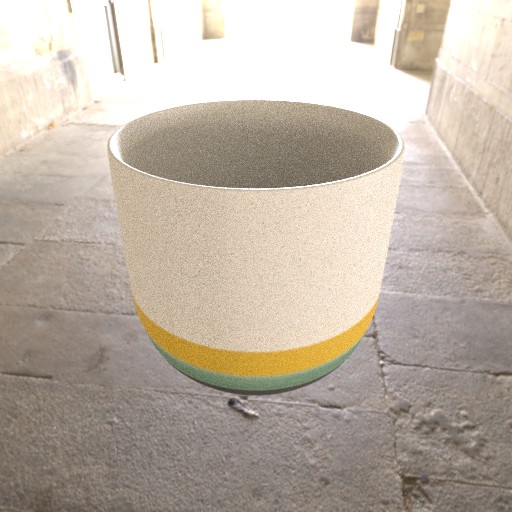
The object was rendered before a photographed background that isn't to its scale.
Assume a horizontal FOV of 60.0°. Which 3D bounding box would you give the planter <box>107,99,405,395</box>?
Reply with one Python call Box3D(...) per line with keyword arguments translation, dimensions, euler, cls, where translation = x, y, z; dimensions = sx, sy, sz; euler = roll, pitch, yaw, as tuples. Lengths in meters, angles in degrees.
Box3D(translation=(0.000, 0.000, 0.481), dimensions=(0.268, 0.270, 0.268), euler=(0, 32, 0), cls="planter")
